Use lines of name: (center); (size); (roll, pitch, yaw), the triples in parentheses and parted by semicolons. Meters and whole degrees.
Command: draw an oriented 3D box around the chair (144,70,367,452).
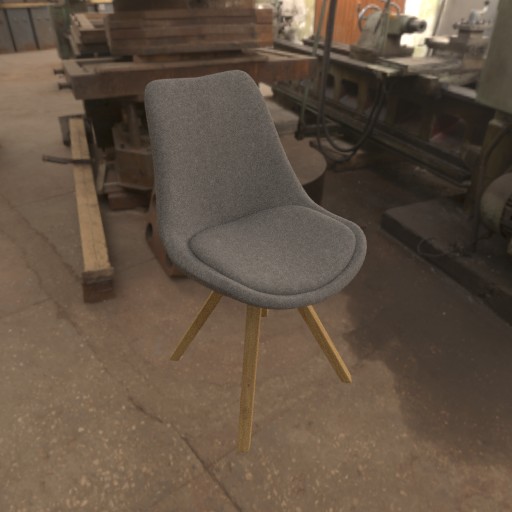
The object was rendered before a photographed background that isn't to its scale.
chair: (0.000, 0.000, 1.216); (0.483, 0.865, 0.550); (-22, 38, -31)
